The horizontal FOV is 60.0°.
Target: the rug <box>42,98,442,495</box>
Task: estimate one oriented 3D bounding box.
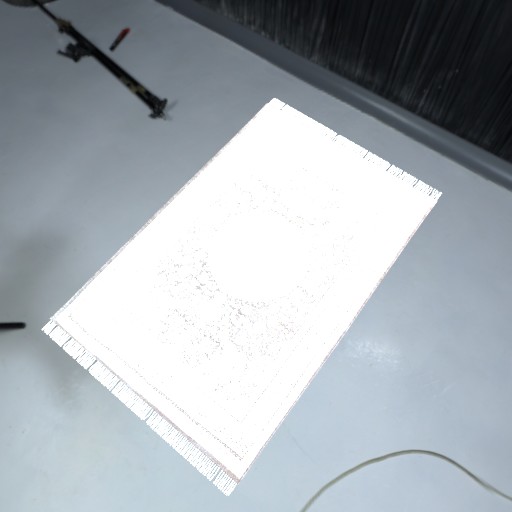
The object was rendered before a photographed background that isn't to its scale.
[{"bbox_3d":[0.000,0.000,2.985,1.528,0.010,2.440,35,69,15],"label":"rug"}]
